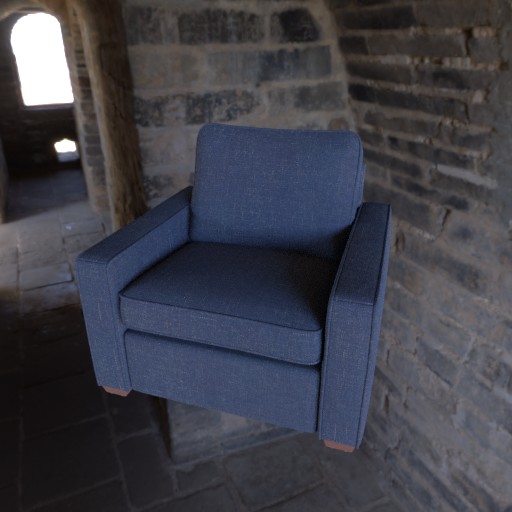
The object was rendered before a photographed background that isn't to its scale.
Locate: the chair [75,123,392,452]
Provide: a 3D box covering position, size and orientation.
[{"bbox_3d":[0.000,0.000,1.770,1.017,0.919,0.940,8,26,16],"label":"chair"}]
